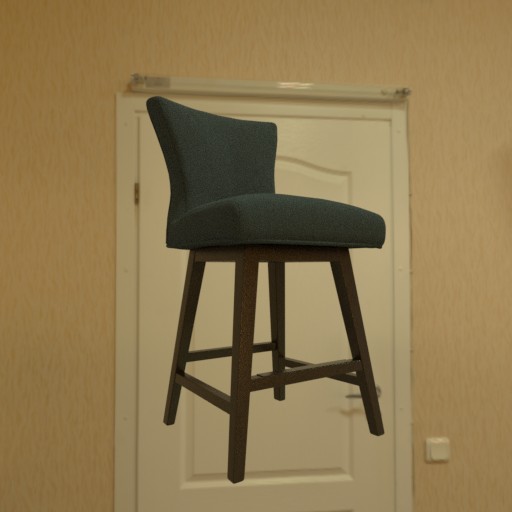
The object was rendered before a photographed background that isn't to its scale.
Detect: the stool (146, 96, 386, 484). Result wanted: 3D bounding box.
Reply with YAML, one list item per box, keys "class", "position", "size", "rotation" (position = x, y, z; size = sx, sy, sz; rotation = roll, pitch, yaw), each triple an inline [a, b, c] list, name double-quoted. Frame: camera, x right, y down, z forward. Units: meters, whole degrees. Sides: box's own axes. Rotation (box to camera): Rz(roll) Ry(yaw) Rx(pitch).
- class: "stool"
  position: [0.000, 0.000, 1.324]
  size: [0.514, 1.000, 0.574]
  rotation: [1, -2, -35]
